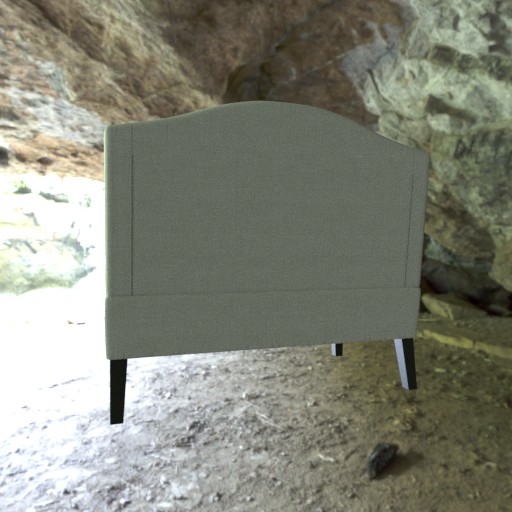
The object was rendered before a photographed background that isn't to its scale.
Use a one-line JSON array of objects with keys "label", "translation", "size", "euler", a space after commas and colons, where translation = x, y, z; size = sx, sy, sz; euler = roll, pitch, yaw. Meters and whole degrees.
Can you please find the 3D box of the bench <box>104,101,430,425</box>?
[{"label": "bench", "translation": [0.000, 0.000, 2.061], "size": [1.335, 1.180, 0.815], "euler": [0, 1, -18]}]
